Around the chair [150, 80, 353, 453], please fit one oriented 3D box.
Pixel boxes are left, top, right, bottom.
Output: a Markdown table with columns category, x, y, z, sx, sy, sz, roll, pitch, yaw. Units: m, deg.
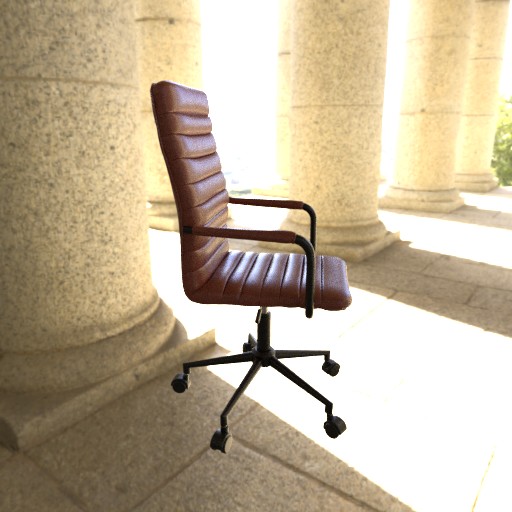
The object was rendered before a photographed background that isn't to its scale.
| category | x | y | z | sx | sy | sz | roll | pitch | yaw |
| --- | --- | --- | --- | --- | --- | --- | --- | --- | --- |
| chair | 0.000 | 0.000 | 1.354 | 0.580 | 0.979 | 0.608 | 2 | 16 | 8 |
